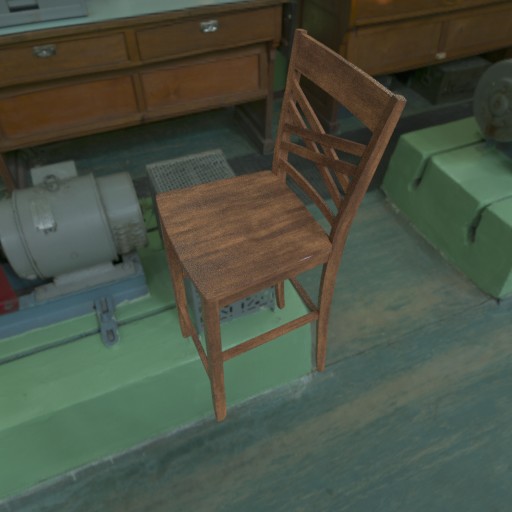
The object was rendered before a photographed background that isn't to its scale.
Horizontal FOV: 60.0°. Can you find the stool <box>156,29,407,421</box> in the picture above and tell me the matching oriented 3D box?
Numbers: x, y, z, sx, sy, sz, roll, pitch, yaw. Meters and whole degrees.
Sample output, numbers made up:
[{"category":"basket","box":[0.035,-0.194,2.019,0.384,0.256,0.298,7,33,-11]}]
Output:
[{"category":"stool","box":[0.000,0.000,1.345,0.487,1.105,0.433,-18,49,-17]}]
